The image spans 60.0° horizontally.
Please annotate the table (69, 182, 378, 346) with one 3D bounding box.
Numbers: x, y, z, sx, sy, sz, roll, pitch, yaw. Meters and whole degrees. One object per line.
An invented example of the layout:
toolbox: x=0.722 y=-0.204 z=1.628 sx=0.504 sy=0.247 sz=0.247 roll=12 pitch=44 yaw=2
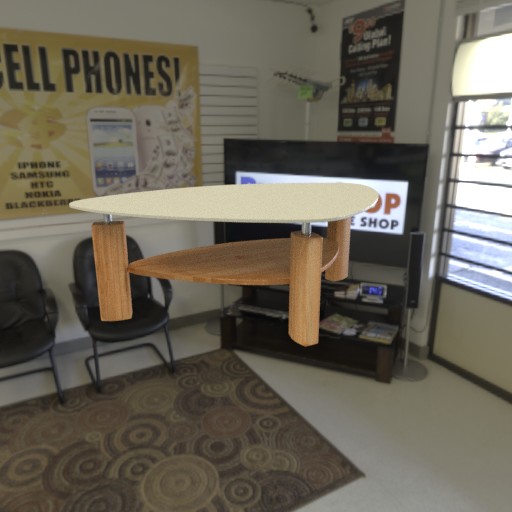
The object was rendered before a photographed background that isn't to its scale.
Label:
table: x=0.000 y=0.000 z=1.693 sx=1.250 sy=0.440 sz=0.850 roll=-8 pitch=18 yaw=-25
